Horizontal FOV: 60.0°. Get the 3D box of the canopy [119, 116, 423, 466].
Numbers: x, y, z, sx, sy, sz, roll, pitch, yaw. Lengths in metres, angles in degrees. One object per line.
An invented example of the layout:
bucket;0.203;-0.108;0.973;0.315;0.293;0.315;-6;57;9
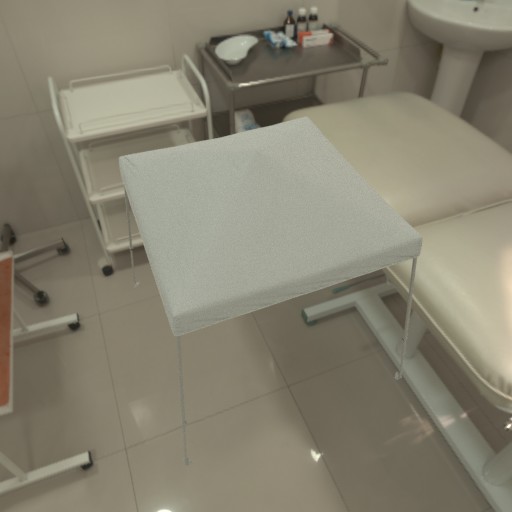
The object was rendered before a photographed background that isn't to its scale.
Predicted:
canopy;0.000;0.000;5.142;2.848;2.849;2.849;-16;49;-15
